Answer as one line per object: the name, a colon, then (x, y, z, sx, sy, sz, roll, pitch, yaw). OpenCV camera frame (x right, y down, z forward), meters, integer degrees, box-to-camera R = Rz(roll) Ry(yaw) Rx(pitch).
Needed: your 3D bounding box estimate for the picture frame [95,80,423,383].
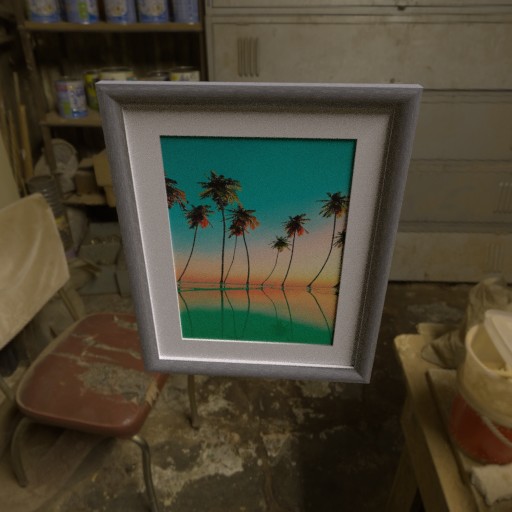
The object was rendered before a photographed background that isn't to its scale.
picture frame: (0.000, 0.000, 0.763, 0.454, 0.559, 0.029, 2, 31, 3)
